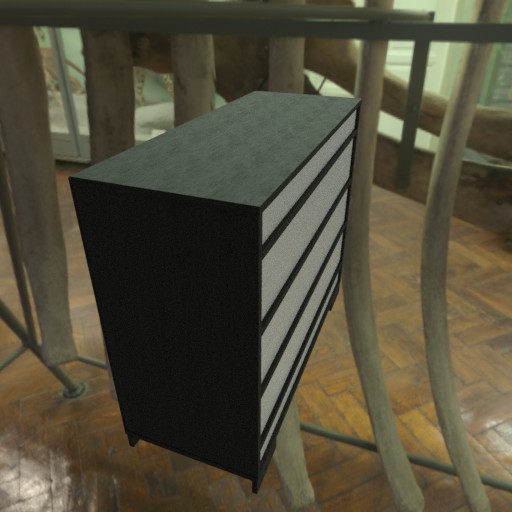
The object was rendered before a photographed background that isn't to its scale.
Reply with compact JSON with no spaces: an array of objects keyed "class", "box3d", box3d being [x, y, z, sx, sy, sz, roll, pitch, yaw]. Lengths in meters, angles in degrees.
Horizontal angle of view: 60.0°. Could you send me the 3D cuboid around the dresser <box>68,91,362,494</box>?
[{"class":"dresser","box3d":[0.000,0.000,1.411,0.404,0.816,0.994,11,32,18]}]
